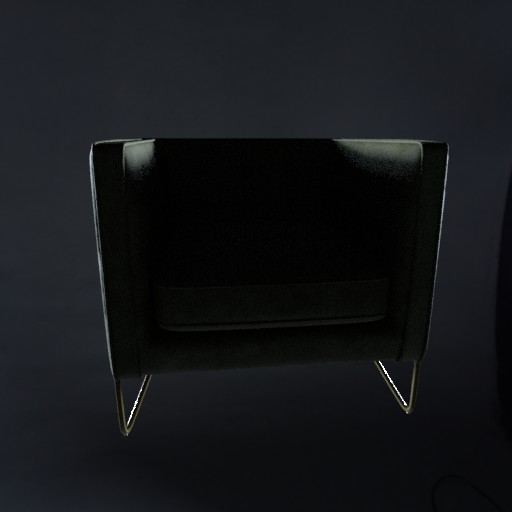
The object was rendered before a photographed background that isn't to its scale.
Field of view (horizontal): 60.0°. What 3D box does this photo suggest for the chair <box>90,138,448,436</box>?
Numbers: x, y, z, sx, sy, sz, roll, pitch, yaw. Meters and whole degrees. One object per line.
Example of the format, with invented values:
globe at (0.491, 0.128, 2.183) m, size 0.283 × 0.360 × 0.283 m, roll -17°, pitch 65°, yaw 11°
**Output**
chair at (0.000, 0.000, 1.539) m, size 0.880 × 0.790 × 0.894 m, roll -2°, pitch 15°, yaw -7°
